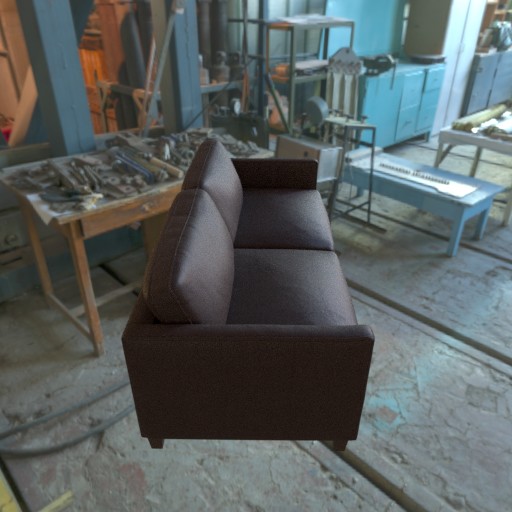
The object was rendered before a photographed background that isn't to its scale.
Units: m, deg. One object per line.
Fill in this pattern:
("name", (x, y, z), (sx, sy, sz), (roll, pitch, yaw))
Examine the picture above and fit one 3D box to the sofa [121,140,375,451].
("sofa", (0.000, 0.000, 2.485), (0.923, 0.863, 1.971), (0, 31, 1))
